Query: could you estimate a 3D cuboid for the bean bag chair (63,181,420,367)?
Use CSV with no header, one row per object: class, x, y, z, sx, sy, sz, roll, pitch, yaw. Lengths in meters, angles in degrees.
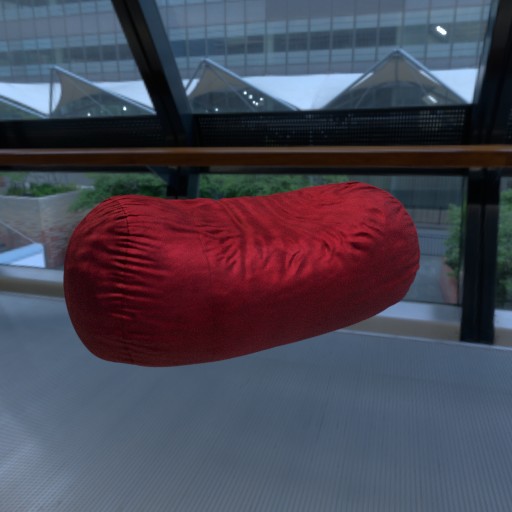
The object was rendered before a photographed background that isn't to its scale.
bean bag chair,0.000,0.000,2.842,2.293,0.867,1.216,-8,17,-27
